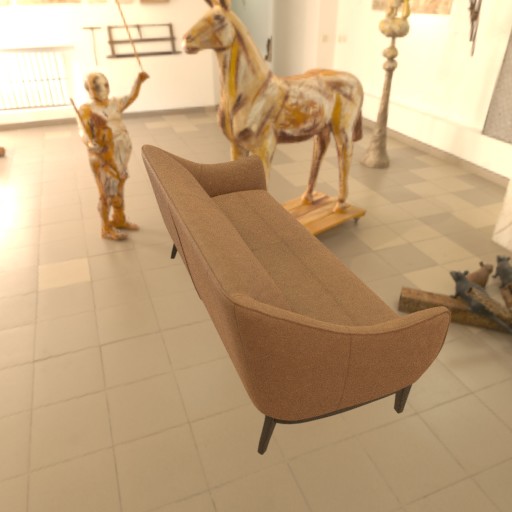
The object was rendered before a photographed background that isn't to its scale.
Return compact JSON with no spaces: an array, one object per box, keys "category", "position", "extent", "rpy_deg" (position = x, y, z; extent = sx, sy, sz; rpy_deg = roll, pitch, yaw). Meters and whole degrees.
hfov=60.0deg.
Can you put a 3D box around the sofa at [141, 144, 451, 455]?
[{"category":"sofa","position":[0.000,0.000,2.371],"extent":[0.869,0.830,1.928],"rpy_deg":[-12,33,-19]}]
